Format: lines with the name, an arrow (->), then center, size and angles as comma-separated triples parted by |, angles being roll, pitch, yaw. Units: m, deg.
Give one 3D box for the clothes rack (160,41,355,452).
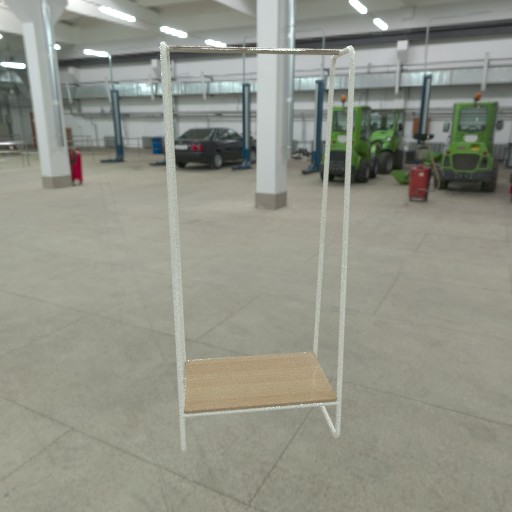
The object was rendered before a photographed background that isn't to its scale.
clothes rack -> 0.000, 0.000, 1.743 | 0.640, 1.500, 0.400 | -2, 17, -7
